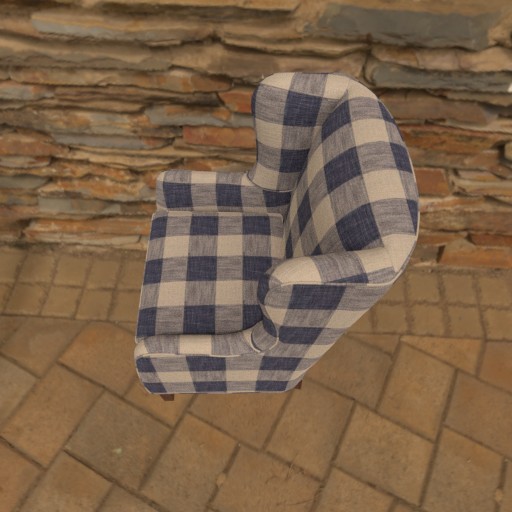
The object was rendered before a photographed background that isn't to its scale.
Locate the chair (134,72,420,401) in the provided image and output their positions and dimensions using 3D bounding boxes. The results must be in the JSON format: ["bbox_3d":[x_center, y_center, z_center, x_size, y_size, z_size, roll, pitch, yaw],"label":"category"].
[{"bbox_3d":[0.000,0.000,1.679,0.889,1.041,0.830,-1,57,-1],"label":"chair"}]
